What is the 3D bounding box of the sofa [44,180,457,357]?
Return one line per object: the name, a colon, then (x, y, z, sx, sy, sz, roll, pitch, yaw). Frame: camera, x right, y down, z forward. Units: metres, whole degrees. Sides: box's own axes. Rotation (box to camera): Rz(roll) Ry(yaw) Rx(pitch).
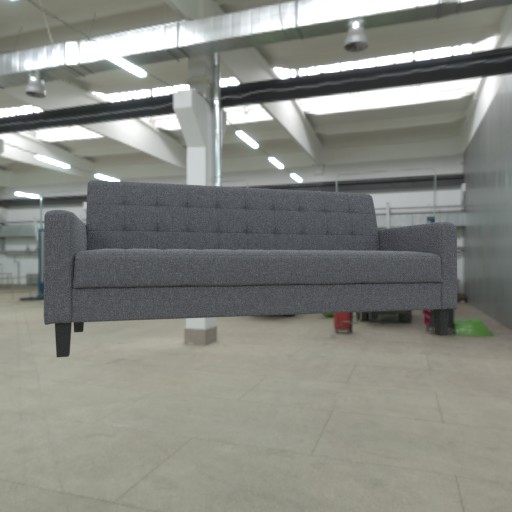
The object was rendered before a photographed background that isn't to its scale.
sofa: (0.000, 0.000, 2.446, 2.040, 0.850, 0.810, 0, -1, -17)
